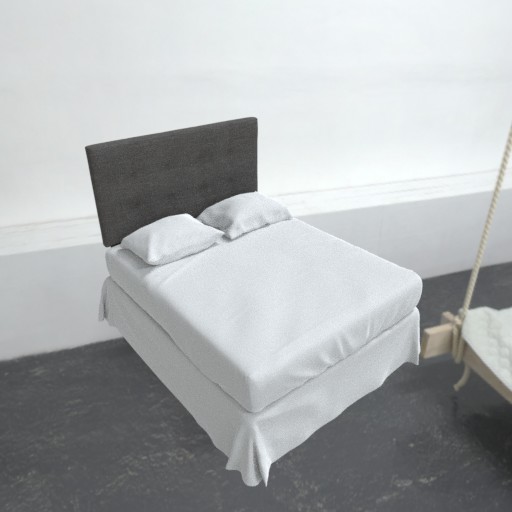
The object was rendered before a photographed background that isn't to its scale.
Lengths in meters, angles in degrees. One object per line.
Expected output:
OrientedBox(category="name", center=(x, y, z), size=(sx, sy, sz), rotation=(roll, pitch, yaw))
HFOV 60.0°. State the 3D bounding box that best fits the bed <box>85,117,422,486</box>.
OrientedBox(category="bed", center=(0.000, 0.000, 3.434), size=(1.936, 1.577, 2.222), rotation=(-22, 36, -34))
